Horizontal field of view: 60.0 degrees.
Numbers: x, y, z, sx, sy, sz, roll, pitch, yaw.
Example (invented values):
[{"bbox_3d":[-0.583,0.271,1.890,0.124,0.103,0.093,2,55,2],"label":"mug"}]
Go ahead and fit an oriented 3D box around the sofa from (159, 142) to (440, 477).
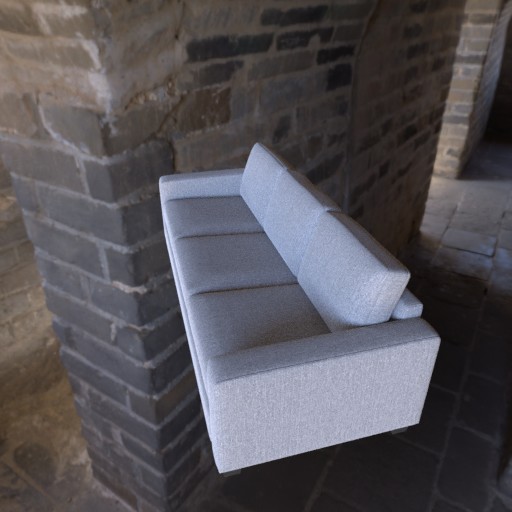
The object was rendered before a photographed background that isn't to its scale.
[{"bbox_3d":[0.000,0.000,2.532,0.900,0.800,2.120,-8,31,-14],"label":"sofa"}]
